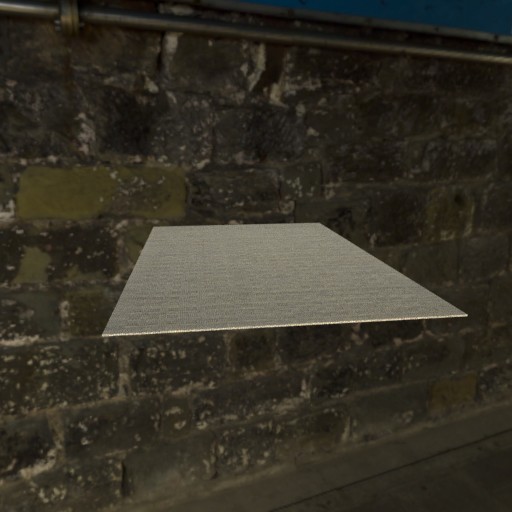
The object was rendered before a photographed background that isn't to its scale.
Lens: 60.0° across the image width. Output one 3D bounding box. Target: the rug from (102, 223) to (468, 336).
[{"bbox_3d":[0.000,0.000,2.202,1.142,0.006,1.752,-2,14,-8],"label":"rug"}]
